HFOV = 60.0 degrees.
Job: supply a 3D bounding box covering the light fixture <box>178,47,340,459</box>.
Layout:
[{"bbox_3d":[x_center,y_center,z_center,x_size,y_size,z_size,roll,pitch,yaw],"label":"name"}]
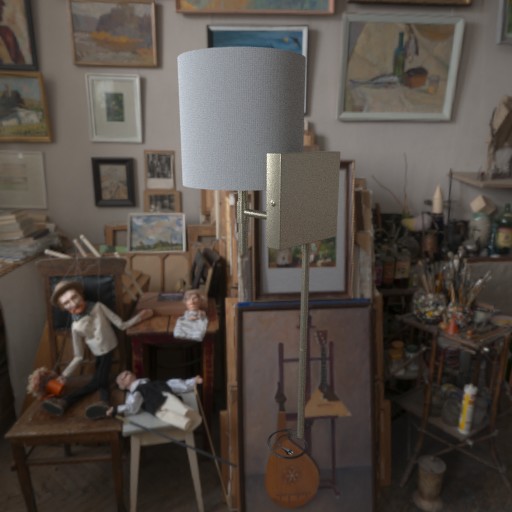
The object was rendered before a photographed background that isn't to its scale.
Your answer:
[{"bbox_3d":[0.000,0.000,0.709,0.188,0.589,0.248,-14,20,-42],"label":"light fixture"}]
